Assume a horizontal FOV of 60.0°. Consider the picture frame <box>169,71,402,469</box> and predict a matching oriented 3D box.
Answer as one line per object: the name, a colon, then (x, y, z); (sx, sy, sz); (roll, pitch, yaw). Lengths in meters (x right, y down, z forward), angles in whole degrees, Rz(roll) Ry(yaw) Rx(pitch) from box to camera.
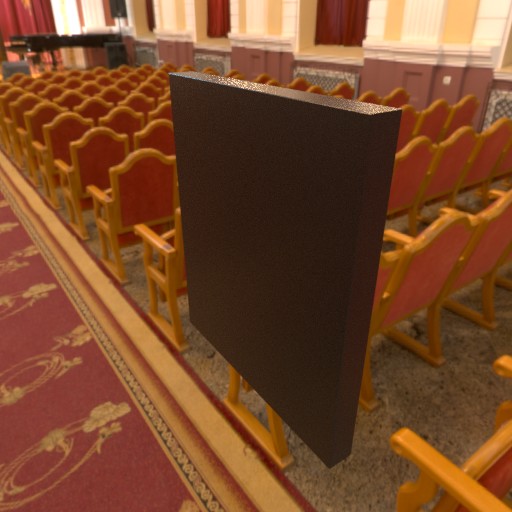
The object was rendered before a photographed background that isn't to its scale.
picture frame: (0.000, 0.000, 0.525); (0.034, 0.378, 0.328); (-18, 33, -30)
